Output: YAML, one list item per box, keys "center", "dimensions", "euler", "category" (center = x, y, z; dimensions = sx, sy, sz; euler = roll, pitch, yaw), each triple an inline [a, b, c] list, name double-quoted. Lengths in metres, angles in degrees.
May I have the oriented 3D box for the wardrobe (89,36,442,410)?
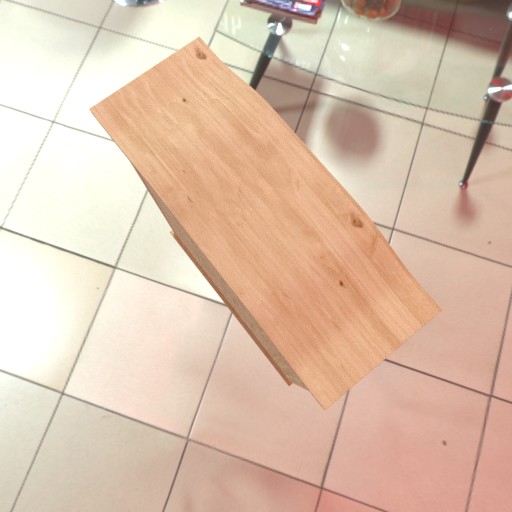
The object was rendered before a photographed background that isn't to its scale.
- center: [0.000, 0.000, 2.563]
  dimensions: [0.570, 1.870, 1.500]
  euler: [-37, 79, -8]
  category: "wardrobe"
